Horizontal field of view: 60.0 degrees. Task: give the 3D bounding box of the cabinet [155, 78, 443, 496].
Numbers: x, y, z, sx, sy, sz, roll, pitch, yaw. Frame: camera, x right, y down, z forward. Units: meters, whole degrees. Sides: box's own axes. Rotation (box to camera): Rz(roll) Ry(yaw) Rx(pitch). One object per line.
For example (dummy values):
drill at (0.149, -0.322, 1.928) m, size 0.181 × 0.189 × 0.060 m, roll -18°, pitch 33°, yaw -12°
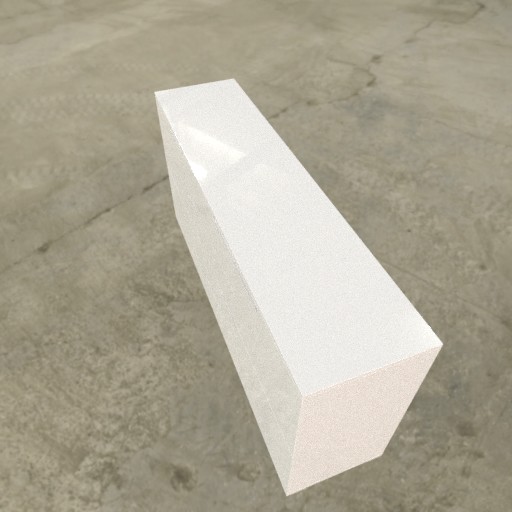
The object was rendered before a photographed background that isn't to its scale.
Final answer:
cabinet at (0.000, 0.000, 1.915) m, size 0.400 × 0.800 × 1.650 m, roll -16°, pitch 48°, yaw -14°
